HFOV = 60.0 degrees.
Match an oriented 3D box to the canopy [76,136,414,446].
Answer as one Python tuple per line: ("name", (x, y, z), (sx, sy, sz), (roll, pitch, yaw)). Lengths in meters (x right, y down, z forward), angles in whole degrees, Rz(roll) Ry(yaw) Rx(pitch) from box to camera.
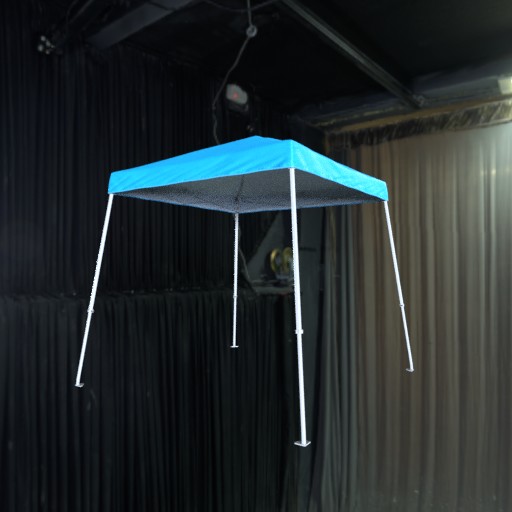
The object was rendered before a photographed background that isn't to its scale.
("canopy", (0.000, 0.000, 5.237), (2.849, 2.849, 2.848), (-1, -1, 35))
